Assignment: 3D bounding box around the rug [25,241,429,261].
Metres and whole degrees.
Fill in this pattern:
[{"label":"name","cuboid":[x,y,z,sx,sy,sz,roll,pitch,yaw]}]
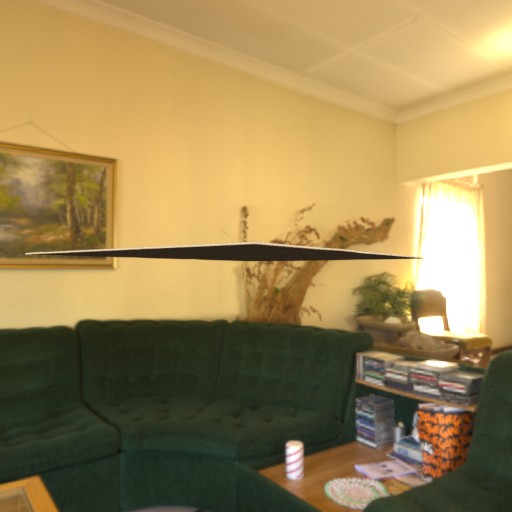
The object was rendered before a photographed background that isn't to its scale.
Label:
[{"label":"rug","cuboid":[0.000,0.000,4.417,2.449,0.019,3.357,-1,-3,36]}]
